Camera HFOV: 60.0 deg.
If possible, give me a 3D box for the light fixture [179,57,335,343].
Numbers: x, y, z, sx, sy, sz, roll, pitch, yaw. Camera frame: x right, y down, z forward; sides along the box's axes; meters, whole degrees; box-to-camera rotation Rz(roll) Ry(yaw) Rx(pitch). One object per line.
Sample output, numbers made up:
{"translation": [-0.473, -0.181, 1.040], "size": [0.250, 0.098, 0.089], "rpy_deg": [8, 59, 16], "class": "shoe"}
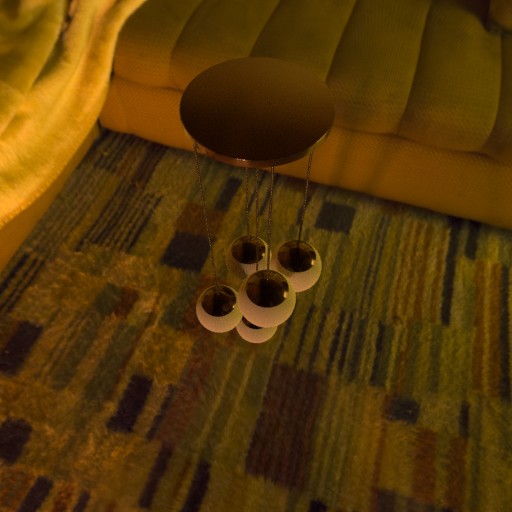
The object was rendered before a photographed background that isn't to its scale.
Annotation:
{"translation": [0.000, 0.000, 1.520], "size": [0.484, 1.271, 0.489], "rpy_deg": [-2, 58, -2], "class": "light fixture"}
